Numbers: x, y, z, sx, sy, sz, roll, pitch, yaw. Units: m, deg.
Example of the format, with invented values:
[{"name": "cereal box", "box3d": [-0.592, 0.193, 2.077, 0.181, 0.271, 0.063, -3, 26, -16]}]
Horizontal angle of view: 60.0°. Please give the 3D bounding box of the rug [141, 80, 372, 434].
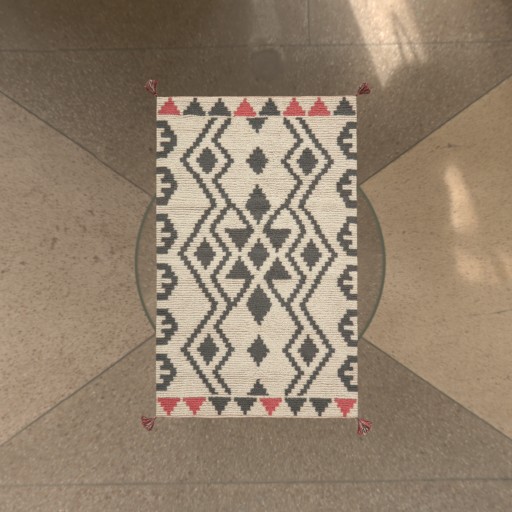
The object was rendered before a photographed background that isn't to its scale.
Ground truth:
[{"name": "rug", "box3d": [0.000, 0.000, 3.337, 1.741, 0.066, 2.672, 0, 89, 1]}]
